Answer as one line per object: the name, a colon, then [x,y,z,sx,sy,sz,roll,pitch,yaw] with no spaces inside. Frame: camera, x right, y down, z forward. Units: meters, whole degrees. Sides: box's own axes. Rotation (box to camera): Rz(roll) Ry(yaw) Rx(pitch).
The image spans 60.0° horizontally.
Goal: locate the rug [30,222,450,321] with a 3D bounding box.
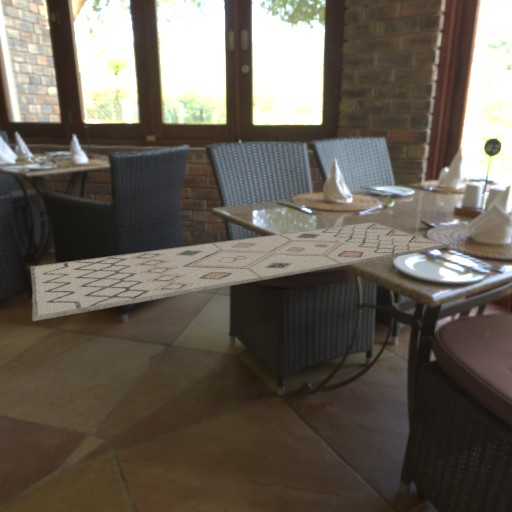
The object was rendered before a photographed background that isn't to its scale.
rug: [0.000,0.000,2.663,2.435,0.011,0.750,-9,20,-25]
